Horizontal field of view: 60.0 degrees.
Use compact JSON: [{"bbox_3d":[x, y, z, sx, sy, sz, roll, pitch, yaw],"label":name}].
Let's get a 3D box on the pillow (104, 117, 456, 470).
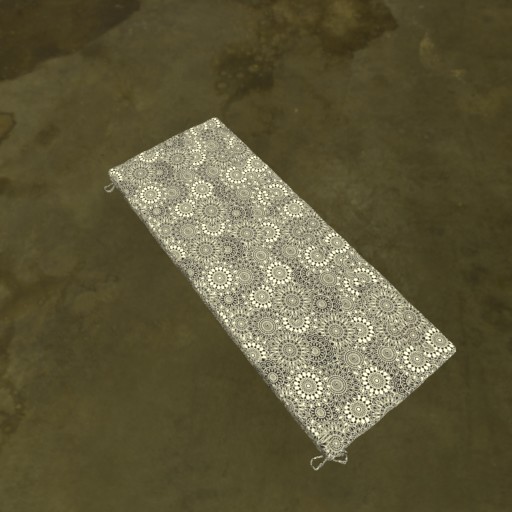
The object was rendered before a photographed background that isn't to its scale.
[{"bbox_3d":[0.000,0.000,1.364,0.492,0.081,1.187,-33,63,-19],"label":"pillow"}]
